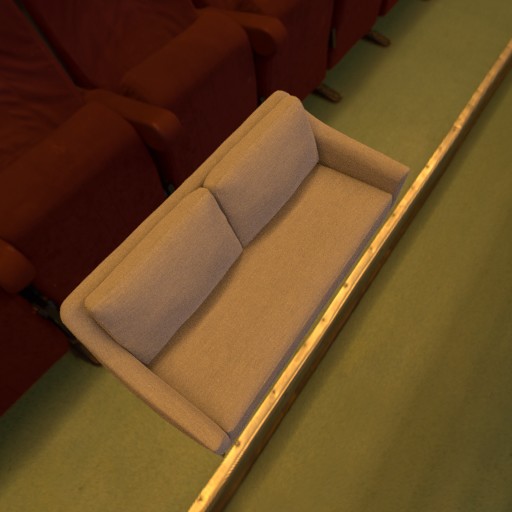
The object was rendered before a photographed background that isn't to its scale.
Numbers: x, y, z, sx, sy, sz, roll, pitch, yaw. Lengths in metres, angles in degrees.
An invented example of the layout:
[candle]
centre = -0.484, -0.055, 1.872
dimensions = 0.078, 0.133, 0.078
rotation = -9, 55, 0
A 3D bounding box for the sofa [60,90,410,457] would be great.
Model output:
[sofa]
centre = 0.000, 0.000, 2.643
dimensions = 0.980, 0.913, 2.036
rotation = 31, 64, 17
